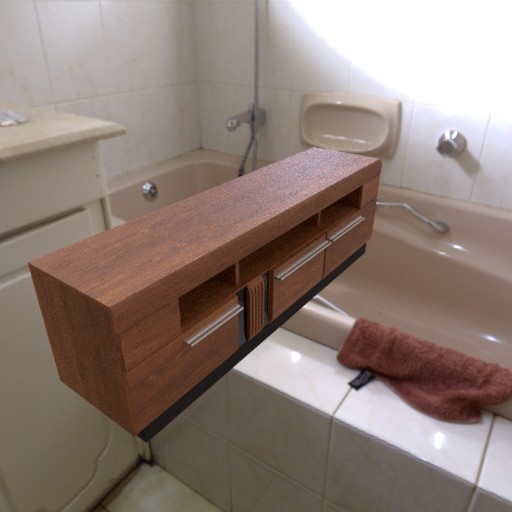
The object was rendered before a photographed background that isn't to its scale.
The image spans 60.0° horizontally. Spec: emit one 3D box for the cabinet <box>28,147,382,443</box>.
[{"bbox_3d":[0.000,0.000,1.830,0.419,0.510,1.600,19,34,32],"label":"cabinet"}]
